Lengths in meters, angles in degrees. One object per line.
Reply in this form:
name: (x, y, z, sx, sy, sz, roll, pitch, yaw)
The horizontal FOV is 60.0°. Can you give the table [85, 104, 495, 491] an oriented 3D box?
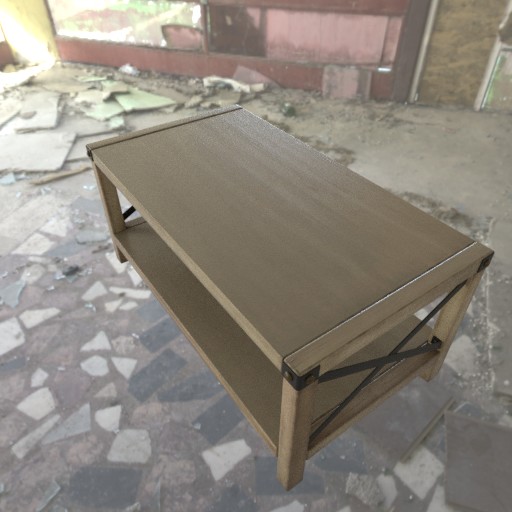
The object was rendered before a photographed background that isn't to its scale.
table: (0.000, 0.000, 1.285, 0.559, 0.456, 1.016, -25, 46, -26)
